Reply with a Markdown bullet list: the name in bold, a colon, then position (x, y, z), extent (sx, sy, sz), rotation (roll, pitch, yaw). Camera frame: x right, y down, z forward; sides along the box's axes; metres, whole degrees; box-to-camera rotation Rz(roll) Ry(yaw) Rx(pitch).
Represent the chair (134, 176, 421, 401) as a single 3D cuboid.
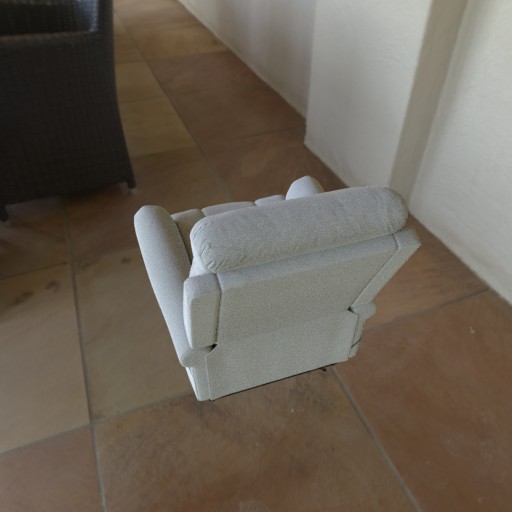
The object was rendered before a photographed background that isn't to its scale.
- **chair**: position (0.000, 0.000, 1.765), extent (0.871, 1.031, 0.979), rotation (-13, 44, -13)
